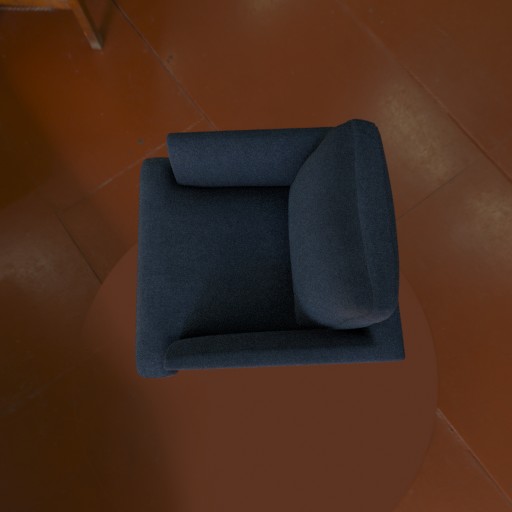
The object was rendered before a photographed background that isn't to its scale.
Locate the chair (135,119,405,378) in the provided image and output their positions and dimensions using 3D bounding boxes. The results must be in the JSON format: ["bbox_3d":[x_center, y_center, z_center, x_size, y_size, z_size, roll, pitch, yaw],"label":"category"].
[{"bbox_3d":[0.000,0.000,1.669,0.899,0.957,0.858,-2,76,-1],"label":"chair"}]
